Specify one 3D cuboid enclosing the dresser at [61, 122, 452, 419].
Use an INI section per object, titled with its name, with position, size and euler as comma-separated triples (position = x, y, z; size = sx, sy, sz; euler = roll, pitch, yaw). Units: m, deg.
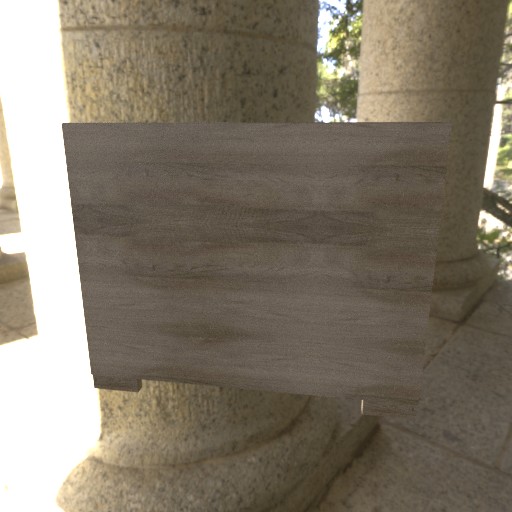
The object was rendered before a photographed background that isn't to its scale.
[dresser]
position = 0.000, 0.000, 1.417
size = 0.994, 0.816, 0.404
euler = 3, 17, 9
